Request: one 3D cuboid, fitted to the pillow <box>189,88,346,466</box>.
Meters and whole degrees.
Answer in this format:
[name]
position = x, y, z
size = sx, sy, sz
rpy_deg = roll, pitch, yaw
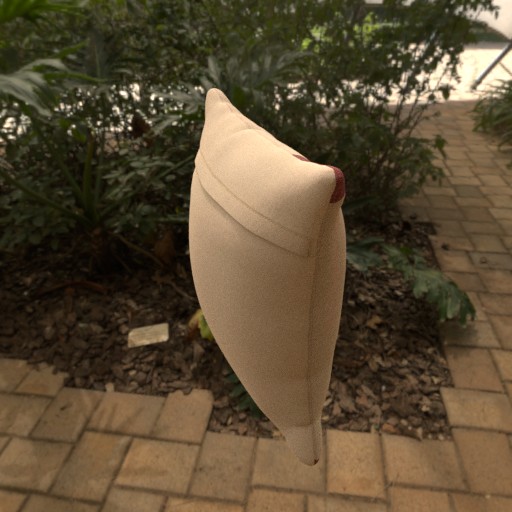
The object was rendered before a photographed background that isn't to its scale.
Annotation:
[pillow]
position = 0.000, 0.000, 0.808
size = 0.229, 0.506, 0.536
rpy_deg = -11, 32, -18
